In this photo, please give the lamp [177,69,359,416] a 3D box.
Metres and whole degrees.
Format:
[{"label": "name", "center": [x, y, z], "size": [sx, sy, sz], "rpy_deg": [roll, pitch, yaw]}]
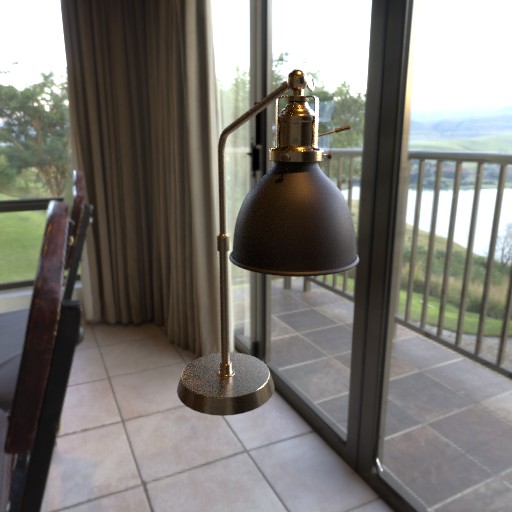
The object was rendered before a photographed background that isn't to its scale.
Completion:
[{"label": "lamp", "center": [0.000, 0.000, 0.599], "size": [0.160, 0.456, 0.291], "rpy_deg": [-14, 21, -43]}]
